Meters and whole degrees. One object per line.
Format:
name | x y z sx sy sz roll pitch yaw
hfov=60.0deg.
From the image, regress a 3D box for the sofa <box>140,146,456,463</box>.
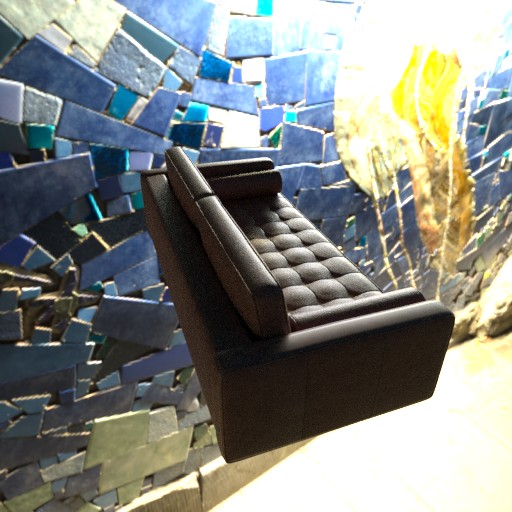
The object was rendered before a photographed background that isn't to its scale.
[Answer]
sofa | 0.000 0.000 2.286 0.910 0.760 1.870 -11 32 -17
